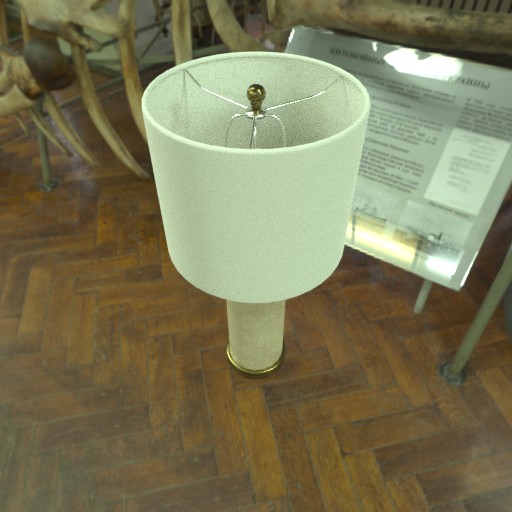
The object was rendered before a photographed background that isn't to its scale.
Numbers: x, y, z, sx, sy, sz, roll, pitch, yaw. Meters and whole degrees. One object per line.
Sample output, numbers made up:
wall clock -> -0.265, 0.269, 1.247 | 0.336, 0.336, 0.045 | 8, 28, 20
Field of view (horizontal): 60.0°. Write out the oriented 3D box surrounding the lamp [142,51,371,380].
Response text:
lamp -> 0.000, 0.000, 0.810 | 0.305, 0.634, 0.305 | 2, 44, 2
